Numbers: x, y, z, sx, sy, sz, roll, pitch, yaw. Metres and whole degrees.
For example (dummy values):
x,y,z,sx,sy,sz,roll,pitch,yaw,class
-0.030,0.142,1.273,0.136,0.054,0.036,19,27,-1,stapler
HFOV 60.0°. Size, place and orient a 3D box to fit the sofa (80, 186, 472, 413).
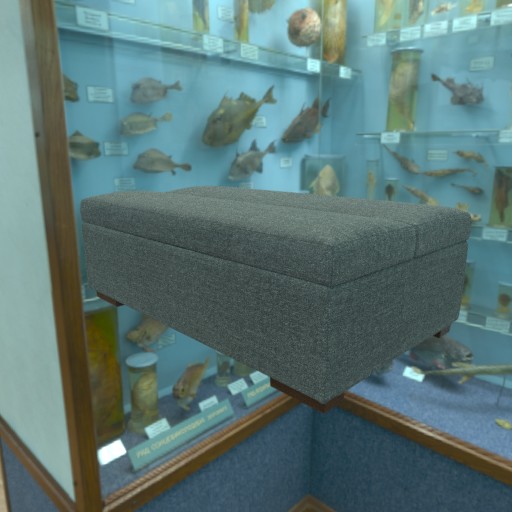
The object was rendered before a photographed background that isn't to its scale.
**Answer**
x,y,z,sx,sy,sz,roll,pitch,yaw,class
0.000,0.000,1.598,0.782,0.417,1.198,-13,18,-43,sofa
